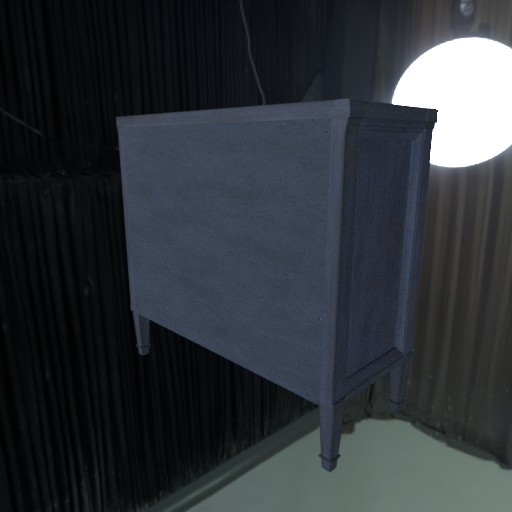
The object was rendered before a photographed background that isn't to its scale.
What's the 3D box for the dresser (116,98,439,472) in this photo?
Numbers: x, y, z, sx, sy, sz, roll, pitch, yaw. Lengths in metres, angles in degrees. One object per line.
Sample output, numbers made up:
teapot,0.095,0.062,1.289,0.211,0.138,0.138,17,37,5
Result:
dresser,0.000,0.000,1.609,0.463,0.986,1.049,-14,20,-43
